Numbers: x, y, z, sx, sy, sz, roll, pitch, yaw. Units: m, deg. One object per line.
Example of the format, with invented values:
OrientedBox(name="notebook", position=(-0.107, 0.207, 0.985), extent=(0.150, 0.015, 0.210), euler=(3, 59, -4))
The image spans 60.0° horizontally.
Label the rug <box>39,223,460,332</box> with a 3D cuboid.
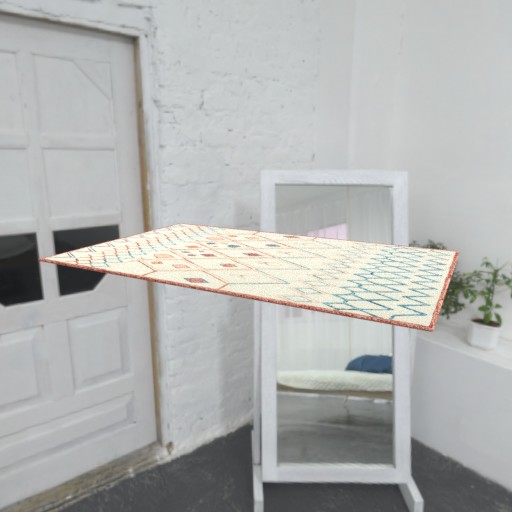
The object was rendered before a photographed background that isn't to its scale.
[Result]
OrientedBox(name="rug", position=(0.000, 0.000, 3.018), extent=(2.438, 0.015, 1.524), euler=(7, 16, 27))
